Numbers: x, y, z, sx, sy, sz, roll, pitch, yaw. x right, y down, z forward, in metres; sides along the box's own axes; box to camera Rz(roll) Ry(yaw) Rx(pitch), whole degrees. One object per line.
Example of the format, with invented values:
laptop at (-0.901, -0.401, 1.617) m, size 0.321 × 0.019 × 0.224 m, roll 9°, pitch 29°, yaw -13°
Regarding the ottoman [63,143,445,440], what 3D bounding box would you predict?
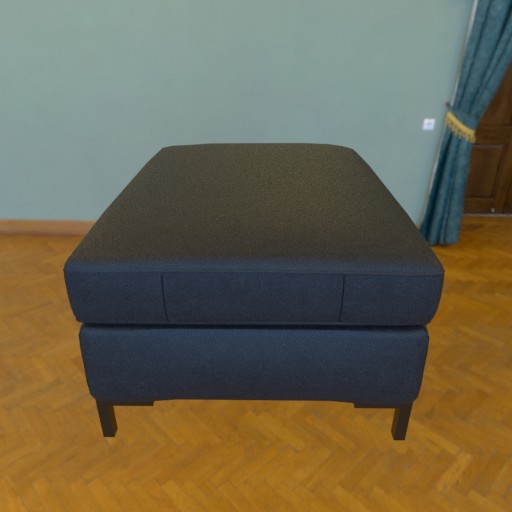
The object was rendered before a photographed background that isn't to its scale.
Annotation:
ottoman at (0.000, 0.000, 1.722) m, size 0.967 × 0.696 × 1.187 m, roll 0°, pitch 27°, yaw 1°
